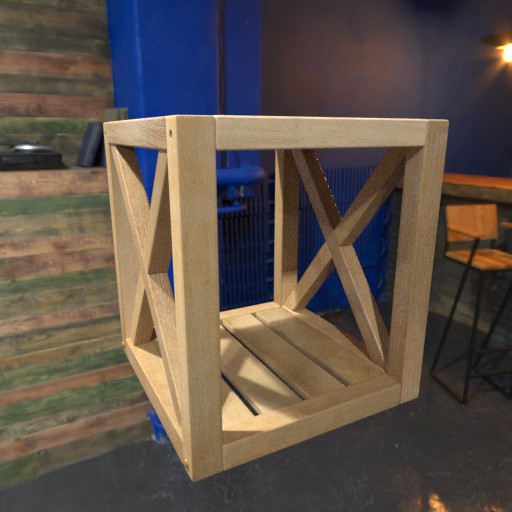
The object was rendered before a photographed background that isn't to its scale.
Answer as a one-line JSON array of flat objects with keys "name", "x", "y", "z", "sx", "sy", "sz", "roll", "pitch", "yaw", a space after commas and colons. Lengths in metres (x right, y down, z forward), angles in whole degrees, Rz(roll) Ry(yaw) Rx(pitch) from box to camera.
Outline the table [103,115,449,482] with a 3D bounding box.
[{"name": "table", "x": 0.000, "y": 0.000, "z": 1.046, "sx": 0.558, "sy": 0.610, "sz": 0.559, "roll": -8, "pitch": 18, "yaw": -27}]
